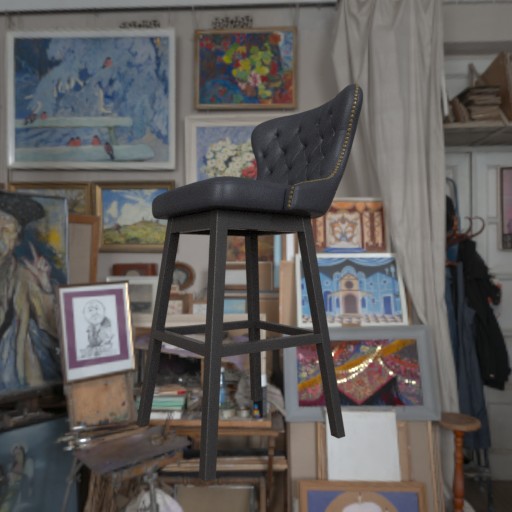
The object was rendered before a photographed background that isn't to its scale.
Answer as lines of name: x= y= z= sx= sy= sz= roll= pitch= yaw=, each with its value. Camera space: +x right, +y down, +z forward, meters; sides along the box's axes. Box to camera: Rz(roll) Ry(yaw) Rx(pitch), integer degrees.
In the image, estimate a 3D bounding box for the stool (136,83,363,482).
stool: x=0.000 y=0.000 z=1.380 sx=0.601 sy=1.050 sz=0.528 roll=1 pitch=-1 yaw=-35
